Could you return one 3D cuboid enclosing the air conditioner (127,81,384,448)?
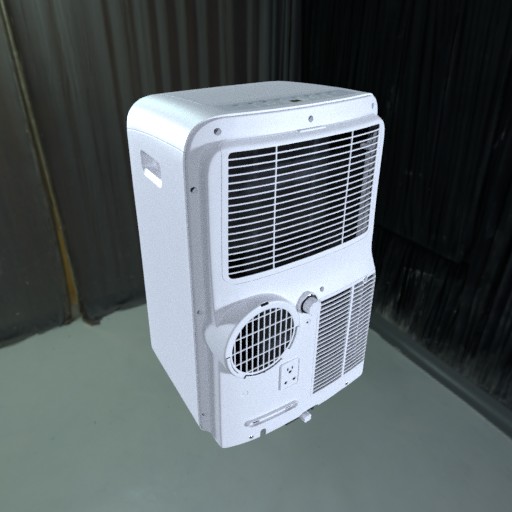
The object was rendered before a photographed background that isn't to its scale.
[{"bbox_3d":[0.000,0.000,1.075,0.478,0.765,0.467,-19,35,-29],"label":"air conditioner"}]
